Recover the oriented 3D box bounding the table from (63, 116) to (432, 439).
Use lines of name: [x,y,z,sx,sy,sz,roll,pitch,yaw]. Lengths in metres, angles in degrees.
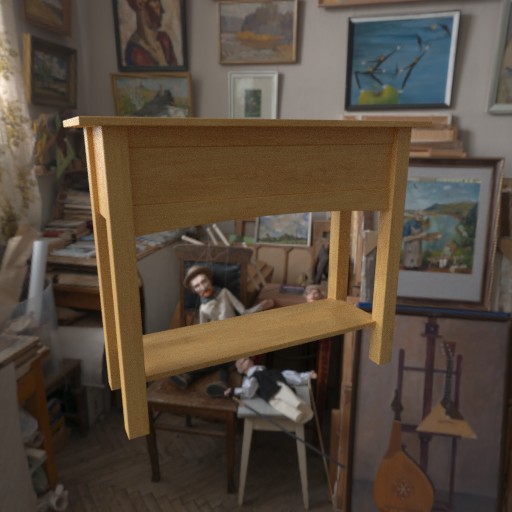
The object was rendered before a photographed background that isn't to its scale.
table: [0.000,0.000,1.246,0.900,0.728,0.340,-8,17,-26]
